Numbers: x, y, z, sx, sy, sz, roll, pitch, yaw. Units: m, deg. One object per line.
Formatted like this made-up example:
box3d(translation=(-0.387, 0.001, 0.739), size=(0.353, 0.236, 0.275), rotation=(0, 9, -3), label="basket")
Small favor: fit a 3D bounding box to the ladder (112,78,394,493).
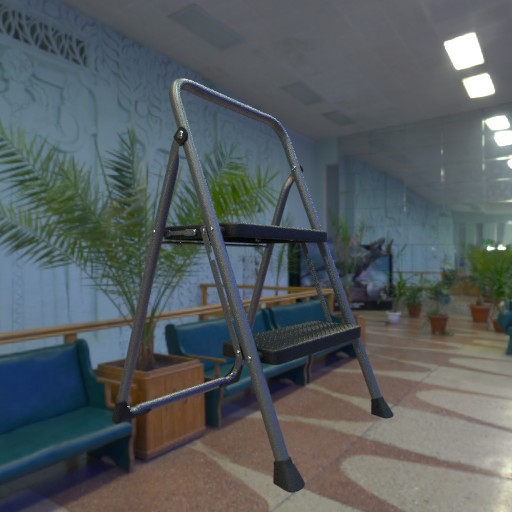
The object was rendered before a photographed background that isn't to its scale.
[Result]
box3d(translation=(0.000, 0.000, 0.980), size=(0.472, 0.720, 0.430), rotation=(0, 0, 37), label="ladder")
